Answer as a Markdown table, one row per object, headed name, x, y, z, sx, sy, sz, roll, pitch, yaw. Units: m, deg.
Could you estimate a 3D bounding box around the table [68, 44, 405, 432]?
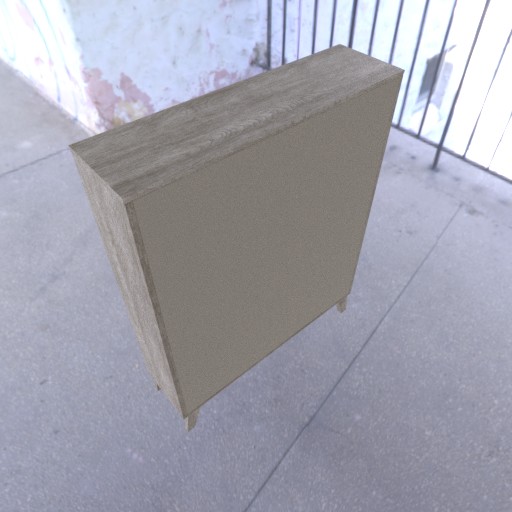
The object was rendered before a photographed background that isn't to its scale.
| name | x | y | z | sx | sy | sz | roll | pitch | yaw |
| --- | --- | --- | --- | --- | --- | --- | --- | --- | --- |
| table | 0.000 | 0.000 | 1.545 | 0.902 | 1.135 | 0.256 | -32 | 54 | -27 |
